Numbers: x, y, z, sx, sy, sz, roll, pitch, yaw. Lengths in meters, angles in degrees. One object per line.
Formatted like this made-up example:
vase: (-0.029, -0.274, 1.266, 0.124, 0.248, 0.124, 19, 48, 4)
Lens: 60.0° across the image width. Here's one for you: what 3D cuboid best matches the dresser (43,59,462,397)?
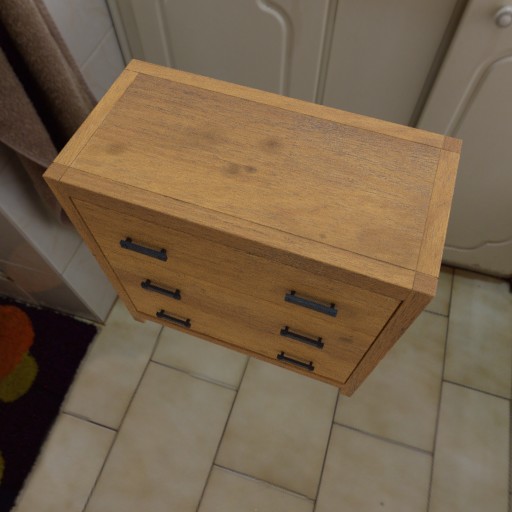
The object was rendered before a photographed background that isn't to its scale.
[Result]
dresser: (0.000, 0.000, 1.281, 0.804, 0.804, 0.427, 17, 62, 10)
